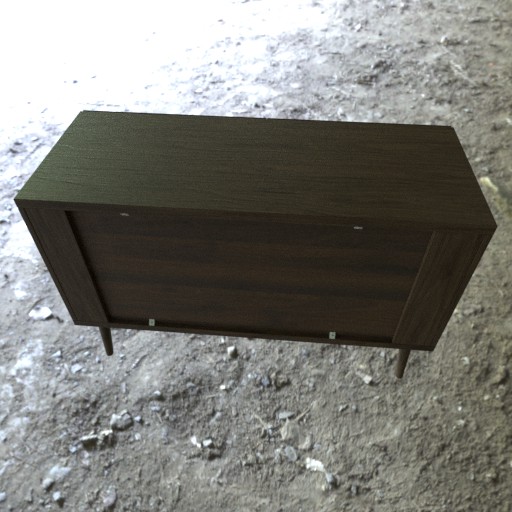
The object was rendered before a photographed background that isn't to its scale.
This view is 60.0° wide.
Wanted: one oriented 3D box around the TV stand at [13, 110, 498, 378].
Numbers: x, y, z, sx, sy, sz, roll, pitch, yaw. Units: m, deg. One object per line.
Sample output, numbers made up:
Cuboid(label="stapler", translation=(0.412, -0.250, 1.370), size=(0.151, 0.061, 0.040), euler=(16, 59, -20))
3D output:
Cuboid(label="TV stand", translation=(0.000, 0.000, 1.277), size=(0.990, 0.660, 0.405), euler=(4, 45, 4))
